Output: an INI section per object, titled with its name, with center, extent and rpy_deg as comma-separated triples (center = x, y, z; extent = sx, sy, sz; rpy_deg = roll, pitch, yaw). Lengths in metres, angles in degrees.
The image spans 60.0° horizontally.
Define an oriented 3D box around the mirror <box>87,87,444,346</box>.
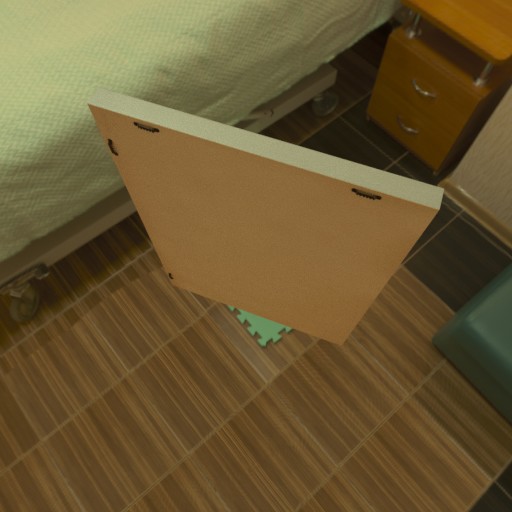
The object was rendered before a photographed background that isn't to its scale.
[mirror]
center = 0.000, 0.000, 0.925
extent = 0.507, 0.710, 0.039
rpy_deg = 19, 66, 9
